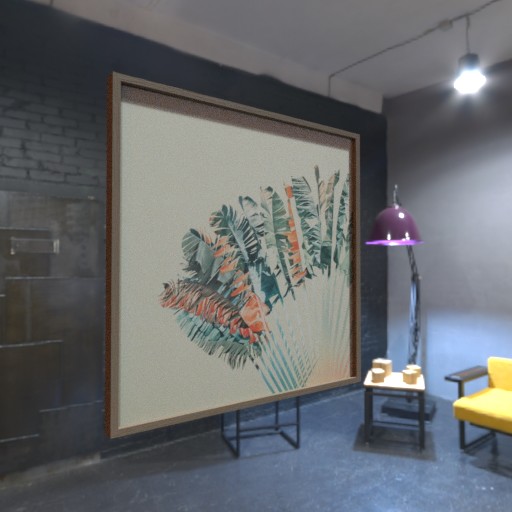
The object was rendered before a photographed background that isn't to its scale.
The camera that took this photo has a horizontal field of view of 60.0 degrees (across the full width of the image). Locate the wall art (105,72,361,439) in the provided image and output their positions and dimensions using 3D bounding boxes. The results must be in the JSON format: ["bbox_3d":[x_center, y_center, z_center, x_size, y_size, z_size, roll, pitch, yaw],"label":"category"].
[{"bbox_3d":[0.000,0.000,1.153,0.761,0.758,0.038,1,-1,-36],"label":"wall art"}]
